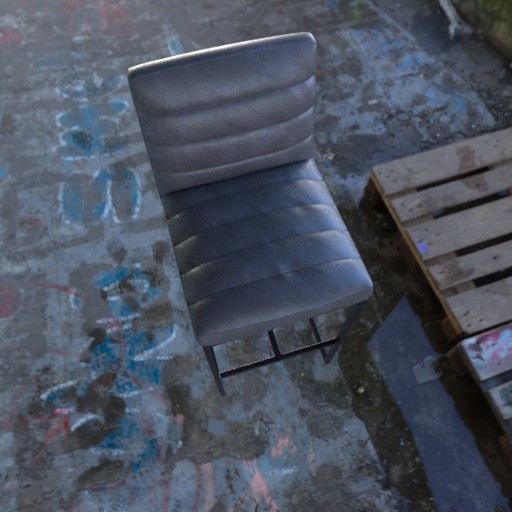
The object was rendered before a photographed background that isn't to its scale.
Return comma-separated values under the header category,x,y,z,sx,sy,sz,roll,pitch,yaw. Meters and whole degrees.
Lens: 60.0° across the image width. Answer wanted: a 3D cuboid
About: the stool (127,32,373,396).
category,x,y,z,sx,sy,sz,roll,pitch,yaw
stool,0.000,0.000,1.348,0.463,1.065,0.562,-15,63,-8
